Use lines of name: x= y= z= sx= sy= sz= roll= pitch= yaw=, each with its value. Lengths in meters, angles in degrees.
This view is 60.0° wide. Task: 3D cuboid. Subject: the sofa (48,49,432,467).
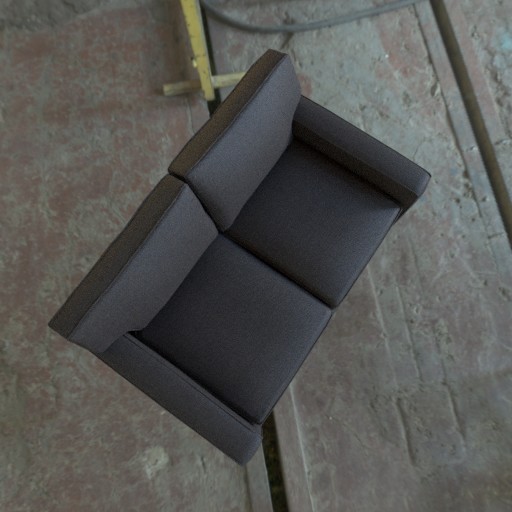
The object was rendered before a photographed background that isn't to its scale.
sofa: x=0.000 y=0.000 z=2.082 sx=0.974 sy=0.887 sz=1.534 roll=34 pitch=78 yaw=8
